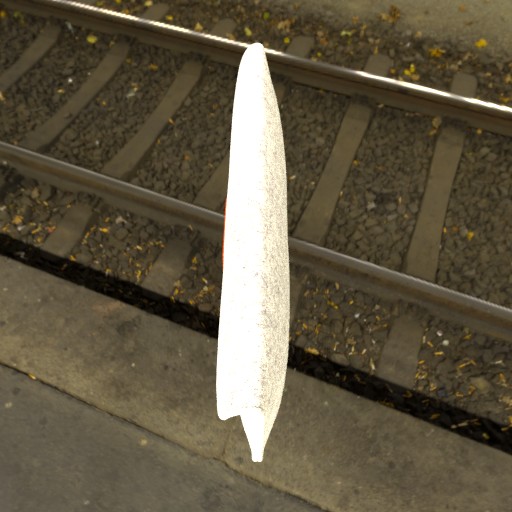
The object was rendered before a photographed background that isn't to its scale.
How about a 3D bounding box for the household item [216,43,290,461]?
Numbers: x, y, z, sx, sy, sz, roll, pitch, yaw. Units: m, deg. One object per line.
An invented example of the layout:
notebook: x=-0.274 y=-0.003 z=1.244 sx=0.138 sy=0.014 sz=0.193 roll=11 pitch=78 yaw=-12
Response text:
household item: x=0.000 y=0.000 z=0.423 sx=0.057 sy=0.221 sz=0.335 roll=1 pitch=58 yaw=0
